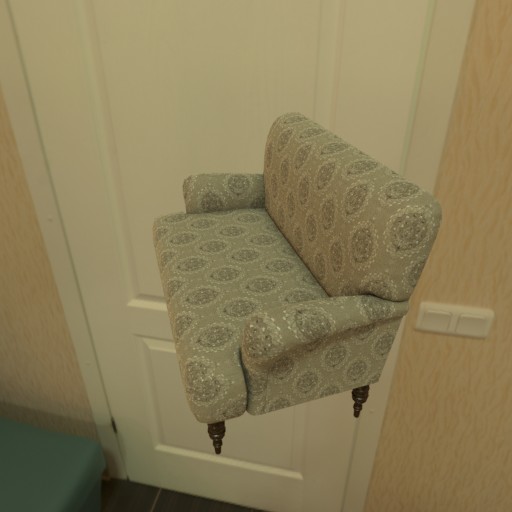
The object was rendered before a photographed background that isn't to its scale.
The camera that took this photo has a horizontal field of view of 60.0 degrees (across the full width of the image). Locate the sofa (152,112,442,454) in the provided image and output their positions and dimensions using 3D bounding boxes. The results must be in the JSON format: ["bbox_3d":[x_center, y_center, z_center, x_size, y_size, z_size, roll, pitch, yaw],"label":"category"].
[{"bbox_3d":[0.000,0.000,1.848,0.779,0.889,1.297,-9,32,-14],"label":"sofa"}]
